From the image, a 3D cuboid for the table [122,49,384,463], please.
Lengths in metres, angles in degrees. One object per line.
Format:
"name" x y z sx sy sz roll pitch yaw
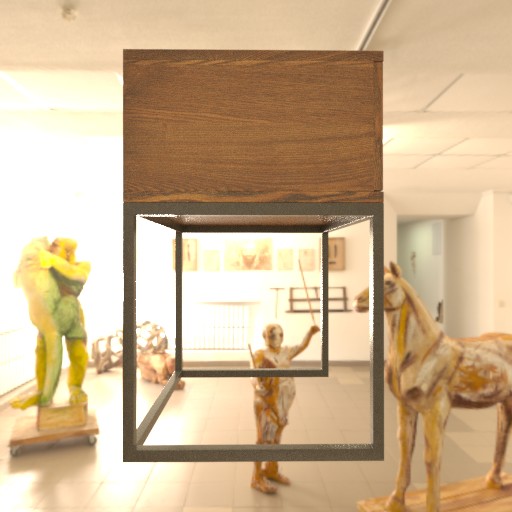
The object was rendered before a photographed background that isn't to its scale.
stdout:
"table" 0.000 0.000 0.896 0.400 0.610 0.482 0 0 -1
